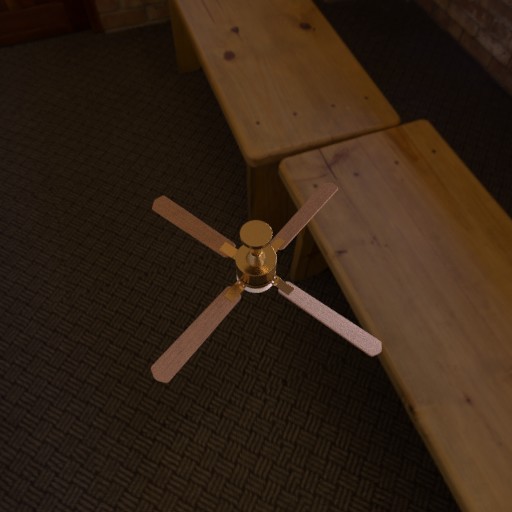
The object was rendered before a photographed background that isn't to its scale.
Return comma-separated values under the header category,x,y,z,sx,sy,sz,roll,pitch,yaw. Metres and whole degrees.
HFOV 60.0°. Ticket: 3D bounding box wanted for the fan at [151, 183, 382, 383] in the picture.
category,x,y,z,sx,sy,sz,roll,pitch,yaw
fan,0.000,0.000,1.977,1.320,0.355,1.320,33,64,19
